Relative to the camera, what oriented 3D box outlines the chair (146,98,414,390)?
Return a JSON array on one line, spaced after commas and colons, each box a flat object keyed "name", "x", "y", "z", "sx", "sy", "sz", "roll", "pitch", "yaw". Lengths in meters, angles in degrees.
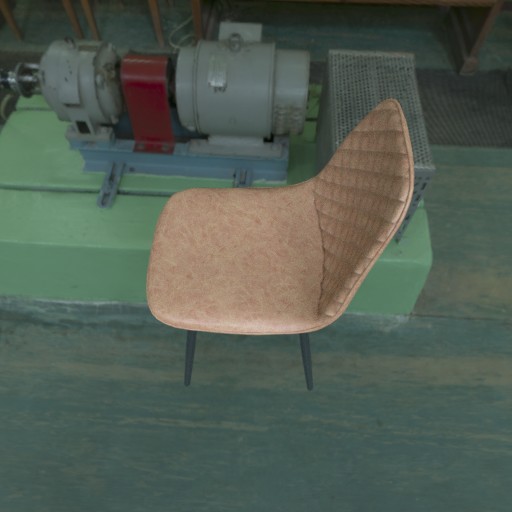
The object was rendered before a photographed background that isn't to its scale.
[{"name": "chair", "x": 0.000, "y": 0.000, "z": 1.185, "sx": 0.561, "sy": 0.889, "sz": 0.472, "roll": 2, "pitch": 59, "yaw": 1}]
